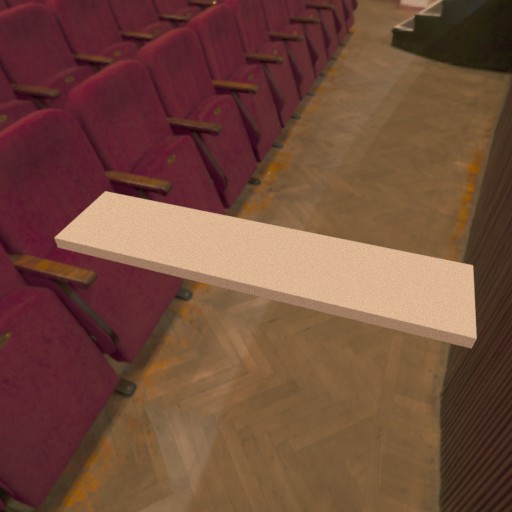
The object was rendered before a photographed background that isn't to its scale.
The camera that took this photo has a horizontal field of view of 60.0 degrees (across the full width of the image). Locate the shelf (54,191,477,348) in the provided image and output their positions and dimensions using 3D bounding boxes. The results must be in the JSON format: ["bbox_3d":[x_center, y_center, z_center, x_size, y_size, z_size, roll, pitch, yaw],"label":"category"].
[{"bbox_3d":[0.000,0.000,0.665,0.610,0.020,0.140,12,42,14],"label":"shelf"}]
